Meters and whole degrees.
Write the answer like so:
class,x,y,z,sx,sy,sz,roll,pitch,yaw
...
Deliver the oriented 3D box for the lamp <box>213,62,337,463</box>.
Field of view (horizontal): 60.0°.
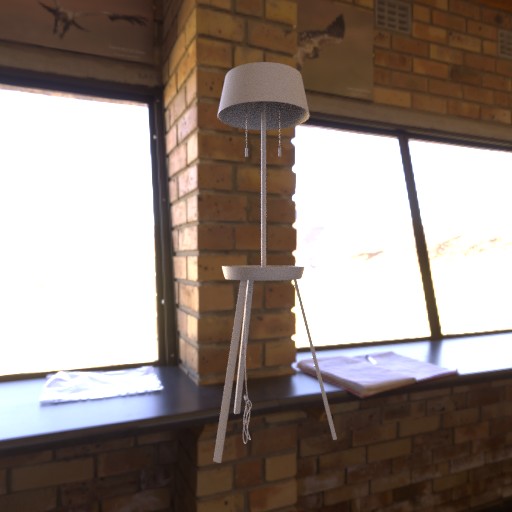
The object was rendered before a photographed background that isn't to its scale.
class,x,y,z,sx,sy,sz,roll,pitch,yaw
lamp,0.000,0.000,1.717,0.508,1.429,0.468,0,0,35
